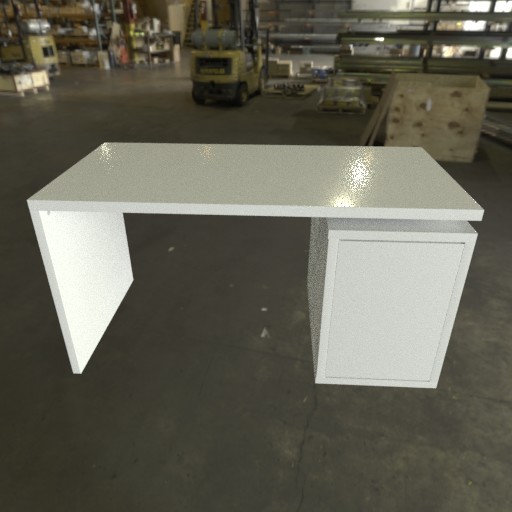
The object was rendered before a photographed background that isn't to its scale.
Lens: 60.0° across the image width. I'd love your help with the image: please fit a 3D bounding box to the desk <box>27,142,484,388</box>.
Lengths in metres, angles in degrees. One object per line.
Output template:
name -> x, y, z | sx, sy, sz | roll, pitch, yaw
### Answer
desk -> 0.000, 0.000, 1.834 | 1.400, 0.740, 0.690 | 2, 29, 3
